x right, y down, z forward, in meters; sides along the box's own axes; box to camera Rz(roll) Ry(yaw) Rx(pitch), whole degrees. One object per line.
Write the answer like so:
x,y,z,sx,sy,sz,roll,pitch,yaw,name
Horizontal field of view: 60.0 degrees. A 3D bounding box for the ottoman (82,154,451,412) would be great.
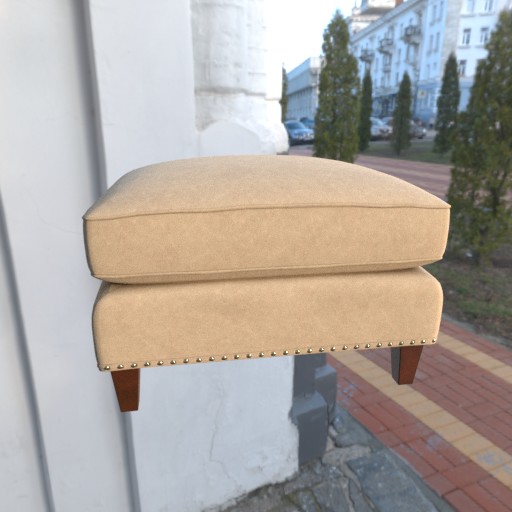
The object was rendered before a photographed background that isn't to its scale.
0.000,0.000,1.167,0.741,0.513,0.584,-3,17,-9,ottoman
